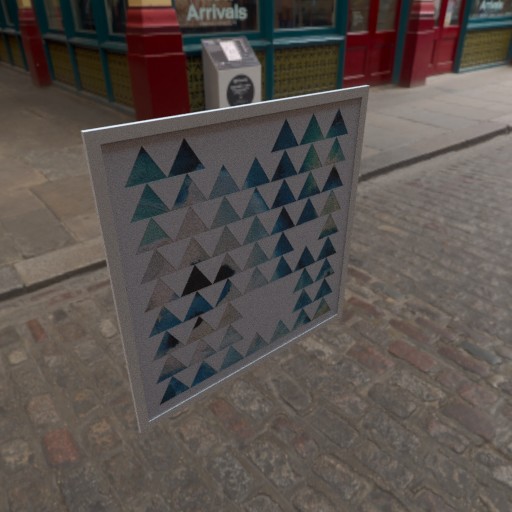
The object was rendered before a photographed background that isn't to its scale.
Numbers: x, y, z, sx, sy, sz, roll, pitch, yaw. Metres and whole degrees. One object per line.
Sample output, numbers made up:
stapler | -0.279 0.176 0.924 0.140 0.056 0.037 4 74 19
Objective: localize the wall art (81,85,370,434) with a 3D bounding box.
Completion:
wall art | 0.000 0.000 0.688 0.456 0.456 0.007 -22 36 -33
